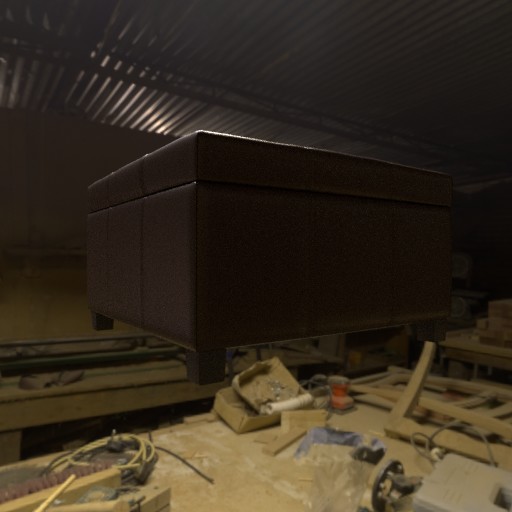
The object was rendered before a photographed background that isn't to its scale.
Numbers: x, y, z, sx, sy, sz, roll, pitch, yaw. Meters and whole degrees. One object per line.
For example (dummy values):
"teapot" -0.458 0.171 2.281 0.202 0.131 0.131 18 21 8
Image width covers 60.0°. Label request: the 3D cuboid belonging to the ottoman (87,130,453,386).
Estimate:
"ottoman" 0.000 0.000 1.302 0.787 0.460 0.788 0 0 -34
